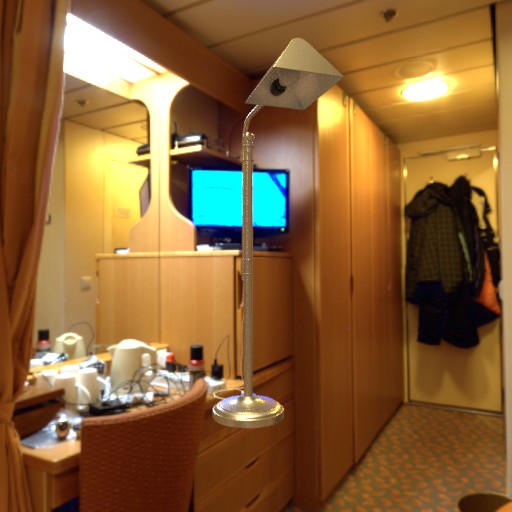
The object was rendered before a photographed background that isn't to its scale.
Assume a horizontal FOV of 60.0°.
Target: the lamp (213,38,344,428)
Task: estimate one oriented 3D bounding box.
[{"bbox_3d":[0.000,0.000,0.940,0.159,0.708,0.546,0,-1,-17],"label":"lamp"}]
